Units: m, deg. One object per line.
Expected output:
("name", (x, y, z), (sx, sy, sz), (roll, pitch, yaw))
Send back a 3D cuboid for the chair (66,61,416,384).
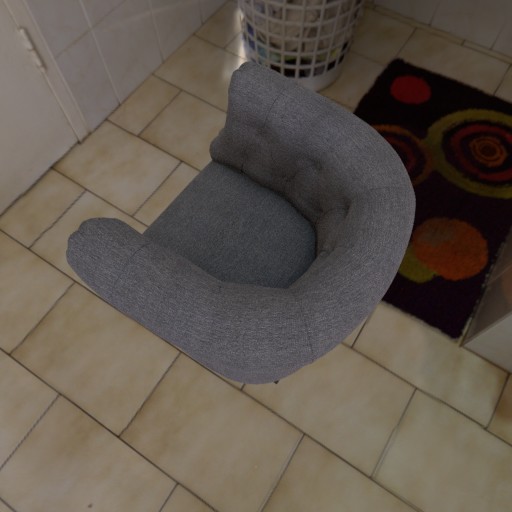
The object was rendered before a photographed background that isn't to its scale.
("chair", (0.000, 0.000, 1.557), (0.852, 0.827, 0.905), (32, 69, 14))
